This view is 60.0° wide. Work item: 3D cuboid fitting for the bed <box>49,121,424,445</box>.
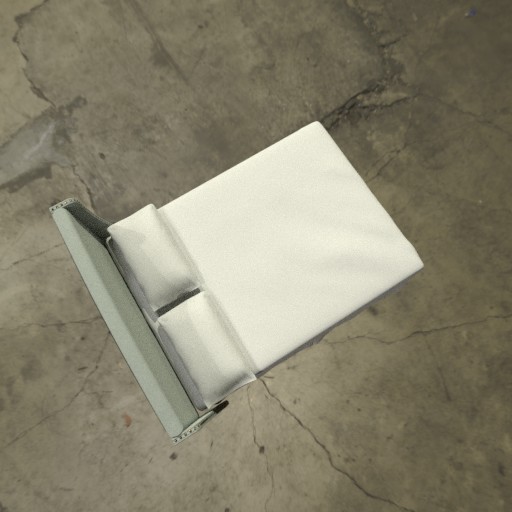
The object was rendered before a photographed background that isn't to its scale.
[{"bbox_3d":[0.000,0.000,3.480,2.237,1.407,1.710,-31,77,-8],"label":"bed"}]
